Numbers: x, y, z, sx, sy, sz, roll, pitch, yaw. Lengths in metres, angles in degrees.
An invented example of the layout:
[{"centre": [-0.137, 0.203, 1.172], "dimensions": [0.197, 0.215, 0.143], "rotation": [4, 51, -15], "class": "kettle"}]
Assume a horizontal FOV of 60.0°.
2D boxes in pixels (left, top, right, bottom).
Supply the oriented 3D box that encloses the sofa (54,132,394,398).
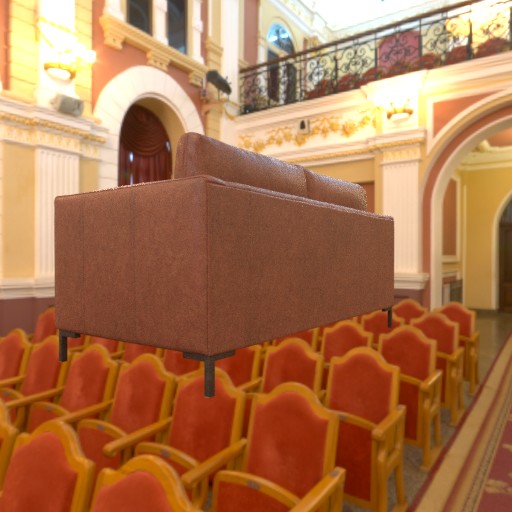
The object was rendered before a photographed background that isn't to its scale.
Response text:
[{"centre": [0.000, 0.000, 2.312], "dimensions": [0.899, 0.883, 1.797], "rotation": [0, 0, 35], "class": "sofa"}]
